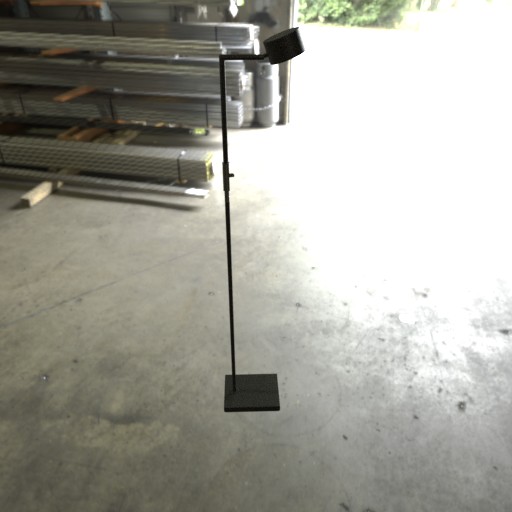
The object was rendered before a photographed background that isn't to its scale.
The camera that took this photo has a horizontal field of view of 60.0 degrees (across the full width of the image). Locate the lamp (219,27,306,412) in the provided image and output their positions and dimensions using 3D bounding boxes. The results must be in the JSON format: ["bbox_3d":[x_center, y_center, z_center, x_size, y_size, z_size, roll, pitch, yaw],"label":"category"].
[{"bbox_3d":[0.000,0.000,1.738,0.304,1.600,0.203,-1,32,-1],"label":"lamp"}]
